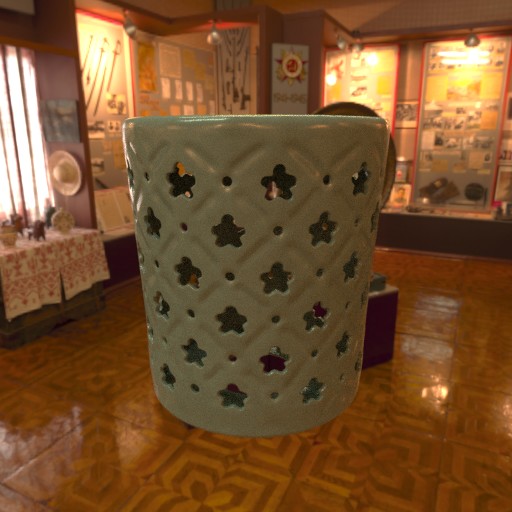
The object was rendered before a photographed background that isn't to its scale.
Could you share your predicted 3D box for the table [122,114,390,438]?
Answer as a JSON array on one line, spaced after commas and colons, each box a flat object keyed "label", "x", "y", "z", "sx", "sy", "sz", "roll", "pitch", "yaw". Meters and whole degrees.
[{"label": "table", "x": 0.000, "y": 0.000, "z": 0.648, "sx": 0.352, "sy": 0.387, "sz": 0.352, "roll": 0, "pitch": 15, "yaw": 0}]
